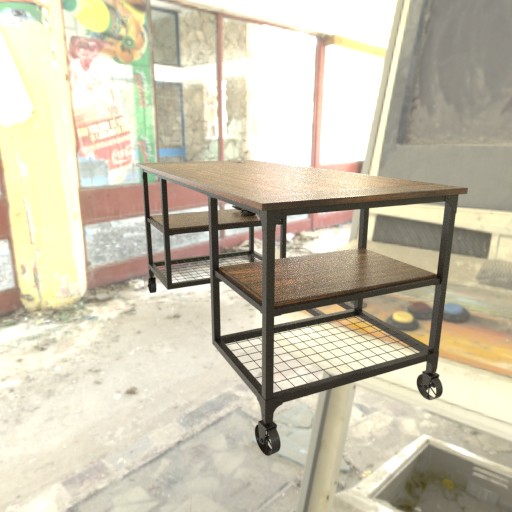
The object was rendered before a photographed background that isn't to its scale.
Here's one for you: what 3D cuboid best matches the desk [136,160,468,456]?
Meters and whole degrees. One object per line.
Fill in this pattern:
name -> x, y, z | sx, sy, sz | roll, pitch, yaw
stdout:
desk -> 0.000, 0.000, 2.001 | 0.711, 0.751, 1.590 | -7, 17, -25
